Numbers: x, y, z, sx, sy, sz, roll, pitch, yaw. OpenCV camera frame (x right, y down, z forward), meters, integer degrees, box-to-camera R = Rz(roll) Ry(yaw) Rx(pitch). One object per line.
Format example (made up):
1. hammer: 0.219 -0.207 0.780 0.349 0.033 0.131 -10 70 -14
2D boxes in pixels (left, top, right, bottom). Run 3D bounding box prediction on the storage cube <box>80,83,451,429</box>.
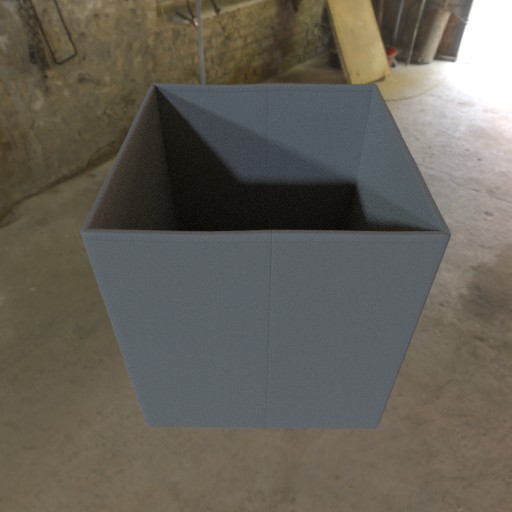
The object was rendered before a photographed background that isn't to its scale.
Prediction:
1. storage cube: 0.000 0.000 0.490 0.270 0.280 0.270 0 42 0
